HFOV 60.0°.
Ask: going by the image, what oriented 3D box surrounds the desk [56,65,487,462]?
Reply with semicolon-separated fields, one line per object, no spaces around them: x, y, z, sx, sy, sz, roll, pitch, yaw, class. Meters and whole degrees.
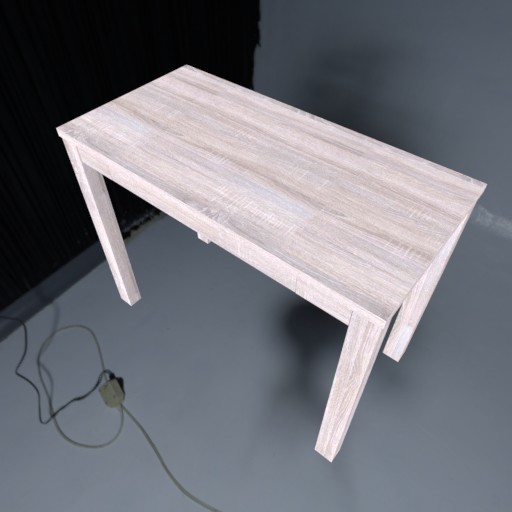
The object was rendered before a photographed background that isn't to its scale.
0.000;0.000;1.398;0.991;0.762;0.495;31;55;25;desk
